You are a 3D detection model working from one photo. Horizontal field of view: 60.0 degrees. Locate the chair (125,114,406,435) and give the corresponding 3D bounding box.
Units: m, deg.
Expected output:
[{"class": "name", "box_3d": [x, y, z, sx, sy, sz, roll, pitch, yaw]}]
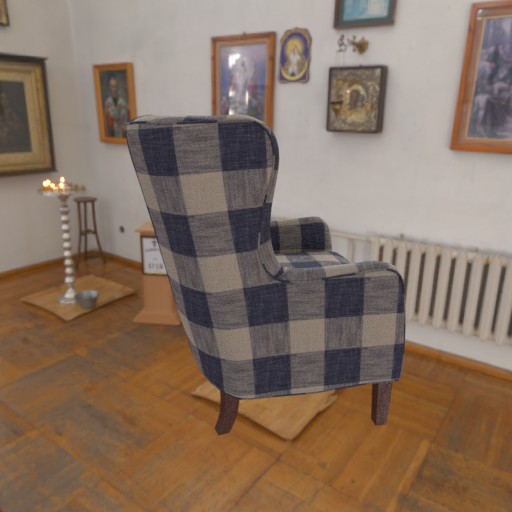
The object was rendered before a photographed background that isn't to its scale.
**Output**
[{"class": "chair", "box_3d": [0.000, 0.000, 1.715, 0.889, 1.041, 0.830, -2, 16, -9]}]
